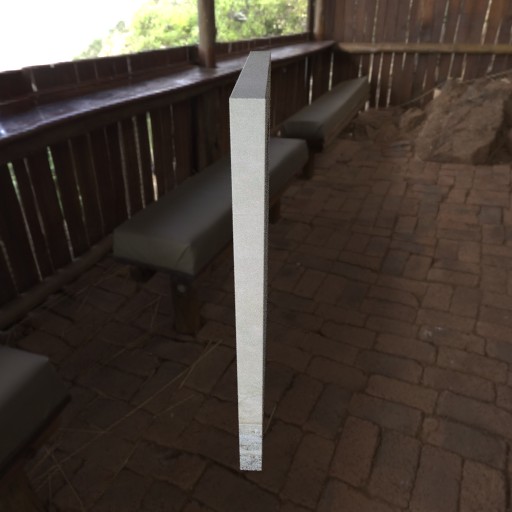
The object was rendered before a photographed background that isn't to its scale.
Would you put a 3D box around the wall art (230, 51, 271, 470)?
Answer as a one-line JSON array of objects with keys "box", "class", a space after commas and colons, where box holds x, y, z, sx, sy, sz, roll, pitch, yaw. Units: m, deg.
[{"box": [0.000, 0.000, 0.771, 0.036, 0.607, 0.403, 1, 31, 2], "class": "wall art"}]
